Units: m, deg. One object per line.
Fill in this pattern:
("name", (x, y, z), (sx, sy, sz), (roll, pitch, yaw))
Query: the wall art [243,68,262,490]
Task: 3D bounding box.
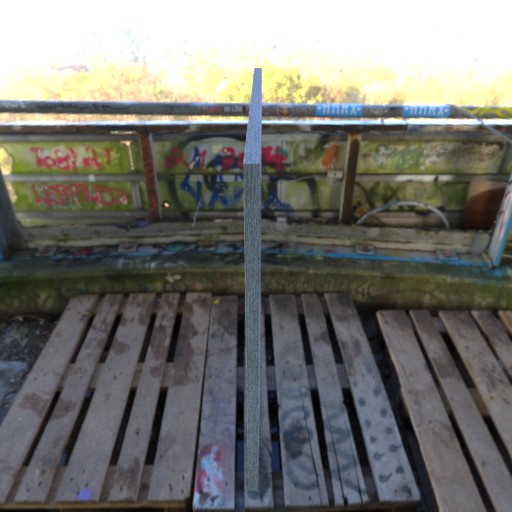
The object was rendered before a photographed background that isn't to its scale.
("wall art", (0.000, 0.000, 1.001), (0.020, 0.685, 0.685), (0, 32, 1))
